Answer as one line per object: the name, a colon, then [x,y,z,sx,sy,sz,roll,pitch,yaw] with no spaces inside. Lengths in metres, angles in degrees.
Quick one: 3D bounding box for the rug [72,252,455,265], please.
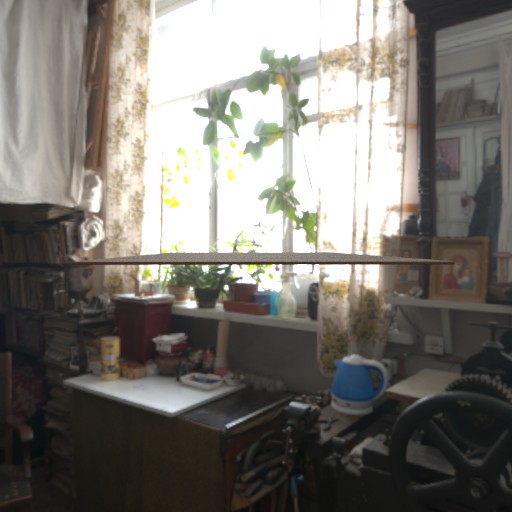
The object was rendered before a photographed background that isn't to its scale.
rug: [0.000,0.000,2.975,1.523,0.014,2.438,0,1,-2]
